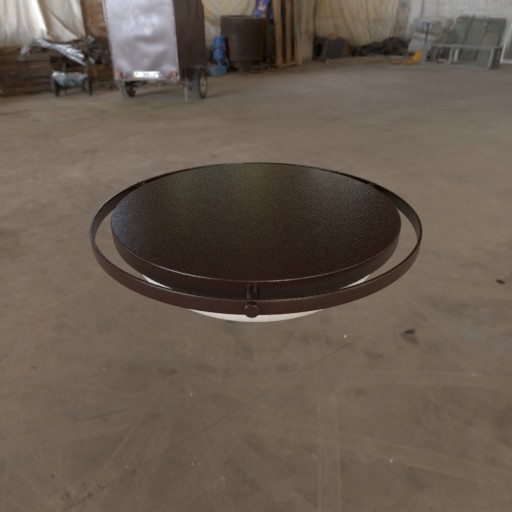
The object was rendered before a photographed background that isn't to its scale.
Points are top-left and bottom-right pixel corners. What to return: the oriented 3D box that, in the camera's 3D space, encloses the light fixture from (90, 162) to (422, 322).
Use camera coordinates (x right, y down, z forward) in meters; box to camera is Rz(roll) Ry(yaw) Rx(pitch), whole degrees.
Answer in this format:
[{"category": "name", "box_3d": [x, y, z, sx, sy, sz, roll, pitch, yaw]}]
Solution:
[{"category": "light fixture", "box_3d": [0.000, 0.000, 0.534, 0.361, 0.130, 0.361, 0, 29, 0]}]
